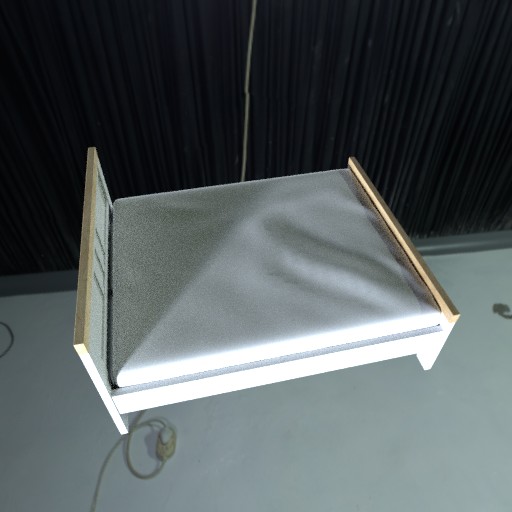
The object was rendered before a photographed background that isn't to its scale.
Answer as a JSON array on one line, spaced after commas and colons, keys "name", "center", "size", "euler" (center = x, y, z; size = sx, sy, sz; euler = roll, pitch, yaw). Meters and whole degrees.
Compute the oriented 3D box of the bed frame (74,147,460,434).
[{"name": "bed frame", "center": [0.000, 0.000, 3.063], "size": [2.050, 0.980, 1.670], "euler": [-9, 46, -9]}]
